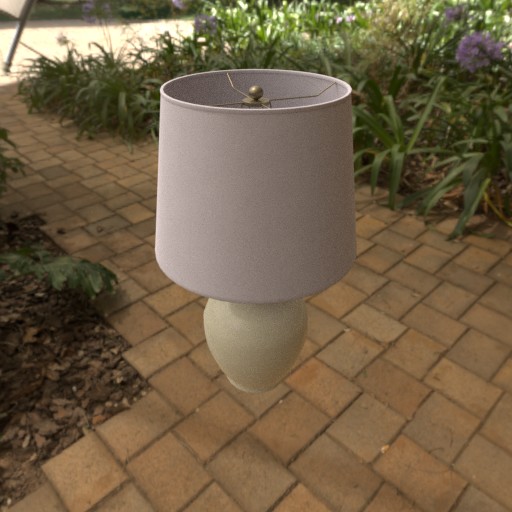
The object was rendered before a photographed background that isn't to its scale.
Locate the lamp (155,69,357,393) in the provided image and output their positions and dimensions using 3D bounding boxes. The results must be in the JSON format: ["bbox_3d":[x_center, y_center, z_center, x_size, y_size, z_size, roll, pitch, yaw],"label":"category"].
[{"bbox_3d":[0.000,0.000,0.547,0.239,0.399,0.239,0,32,0],"label":"lamp"}]
